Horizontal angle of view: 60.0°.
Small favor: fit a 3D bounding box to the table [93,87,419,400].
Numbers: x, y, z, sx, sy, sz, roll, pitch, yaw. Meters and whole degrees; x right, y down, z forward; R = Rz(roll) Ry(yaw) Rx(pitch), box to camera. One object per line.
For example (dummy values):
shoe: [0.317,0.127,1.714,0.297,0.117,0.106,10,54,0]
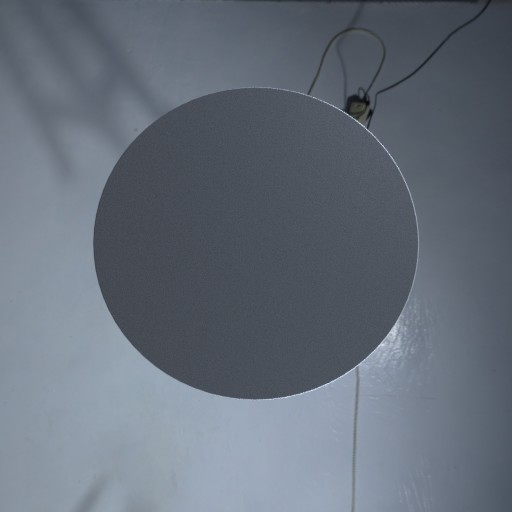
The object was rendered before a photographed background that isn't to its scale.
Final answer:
table: [0.000,0.000,1.016,0.600,0.405,0.600,0,76,0]
